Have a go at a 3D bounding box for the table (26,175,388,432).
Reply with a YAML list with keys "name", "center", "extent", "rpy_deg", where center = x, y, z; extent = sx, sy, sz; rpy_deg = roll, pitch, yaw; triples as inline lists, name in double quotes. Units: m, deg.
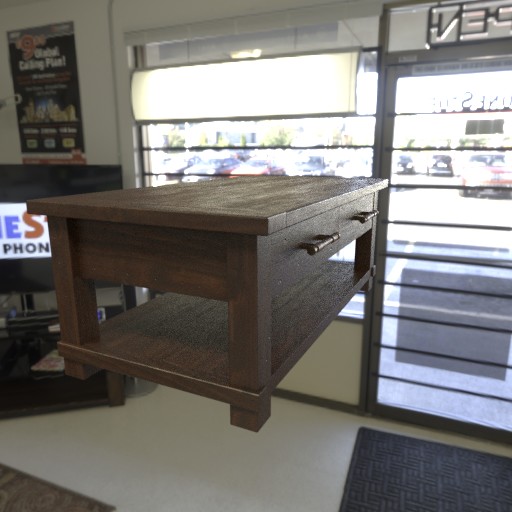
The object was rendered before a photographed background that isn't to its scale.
- name: "table"
  center: [0.000, 0.000, 1.592]
  extent: [0.700, 0.494, 1.270]
  rpy_deg: [7, 15, 25]
